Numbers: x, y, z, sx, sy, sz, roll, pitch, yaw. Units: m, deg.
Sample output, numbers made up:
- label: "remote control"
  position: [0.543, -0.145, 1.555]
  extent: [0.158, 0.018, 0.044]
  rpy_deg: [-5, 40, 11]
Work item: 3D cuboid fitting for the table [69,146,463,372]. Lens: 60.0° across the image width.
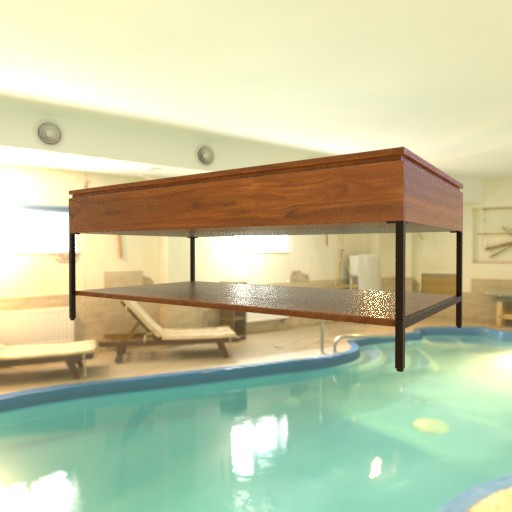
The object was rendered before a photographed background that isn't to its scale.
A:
- label: "table"
  position: [0.000, 0.000, 1.348]
  extent: [1.057, 0.414, 0.574]
  rpy_deg: [1, 1, 35]
